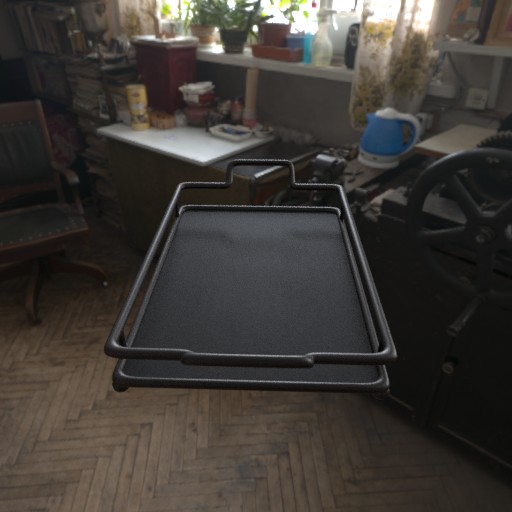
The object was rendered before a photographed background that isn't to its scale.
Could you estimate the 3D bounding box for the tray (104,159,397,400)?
[{"bbox_3d":[0.000,0.000,0.620,0.297,0.101,0.495,1,33,2],"label":"tray"}]
